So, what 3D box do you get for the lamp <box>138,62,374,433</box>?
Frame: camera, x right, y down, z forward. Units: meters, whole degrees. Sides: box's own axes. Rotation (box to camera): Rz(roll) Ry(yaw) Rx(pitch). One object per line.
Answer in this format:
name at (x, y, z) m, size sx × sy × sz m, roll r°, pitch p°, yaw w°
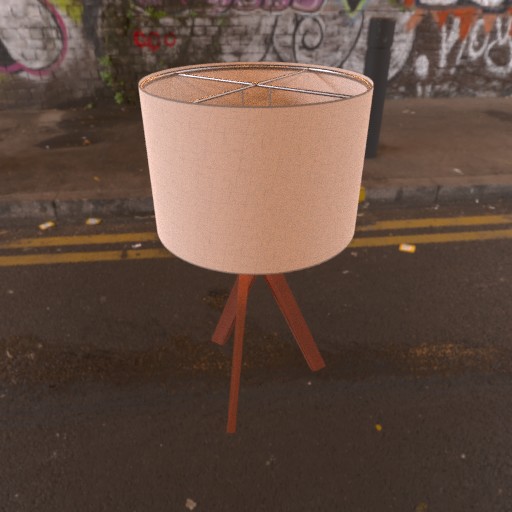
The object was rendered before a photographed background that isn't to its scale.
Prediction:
lamp at (0.000, 0.000, 0.911) m, size 0.380 × 0.686 × 0.380 m, roll 20°, pitch 37°, yaw 29°
